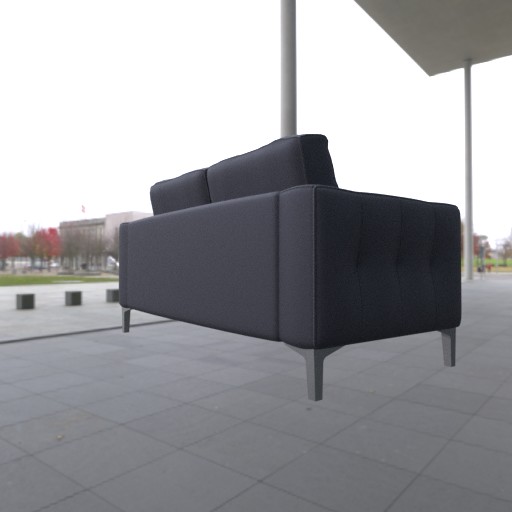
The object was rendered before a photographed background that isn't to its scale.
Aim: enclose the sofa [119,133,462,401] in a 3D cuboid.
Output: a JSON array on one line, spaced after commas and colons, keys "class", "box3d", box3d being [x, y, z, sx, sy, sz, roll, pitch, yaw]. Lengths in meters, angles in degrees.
[{"class": "sofa", "box3d": [0.000, 0.000, 2.213, 0.833, 0.893, 1.726, 1, -1, -36]}]
